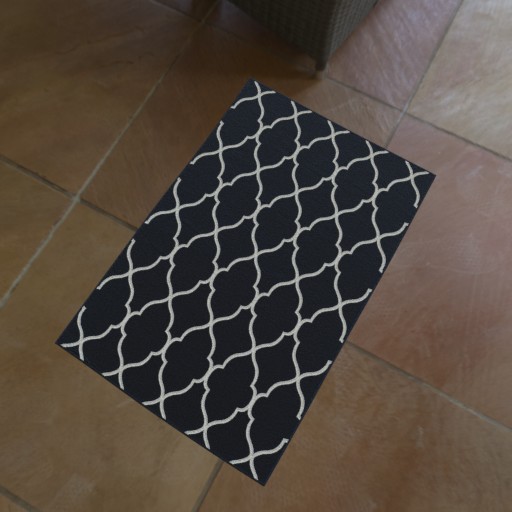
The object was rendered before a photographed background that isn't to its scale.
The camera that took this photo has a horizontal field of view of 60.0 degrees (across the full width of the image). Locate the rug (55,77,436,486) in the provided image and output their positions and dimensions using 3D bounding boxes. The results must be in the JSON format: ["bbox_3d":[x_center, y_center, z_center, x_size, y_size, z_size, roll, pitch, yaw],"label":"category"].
[{"bbox_3d":[0.000,0.000,2.890,1.526,0.014,2.290,31,76,8],"label":"rug"}]
